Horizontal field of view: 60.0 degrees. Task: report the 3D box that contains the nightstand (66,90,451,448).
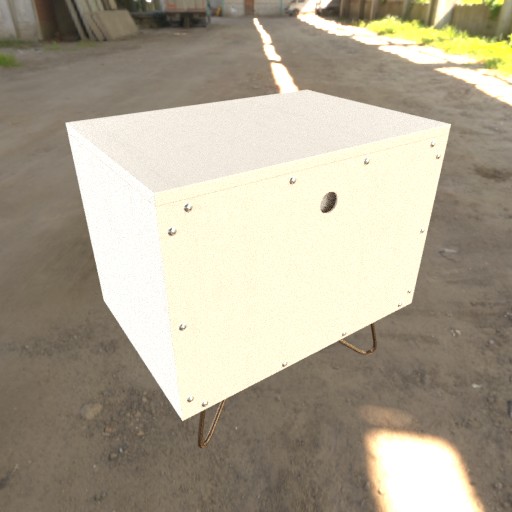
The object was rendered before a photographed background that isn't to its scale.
[{"bbox_3d":[0.000,0.000,1.019,0.614,0.604,0.447,-19,36,-29],"label":"nightstand"}]
